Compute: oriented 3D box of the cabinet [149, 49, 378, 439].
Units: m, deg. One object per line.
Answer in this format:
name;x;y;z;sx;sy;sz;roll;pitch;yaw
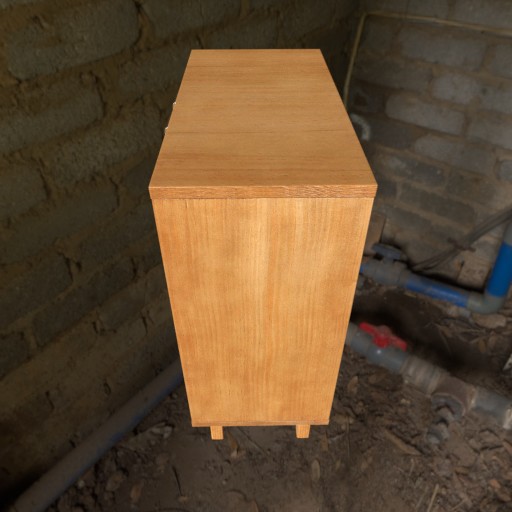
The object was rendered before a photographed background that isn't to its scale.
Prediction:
cabinet;0.000;0.000;1.394;0.419;1.001;0.800;-1;41;-1
